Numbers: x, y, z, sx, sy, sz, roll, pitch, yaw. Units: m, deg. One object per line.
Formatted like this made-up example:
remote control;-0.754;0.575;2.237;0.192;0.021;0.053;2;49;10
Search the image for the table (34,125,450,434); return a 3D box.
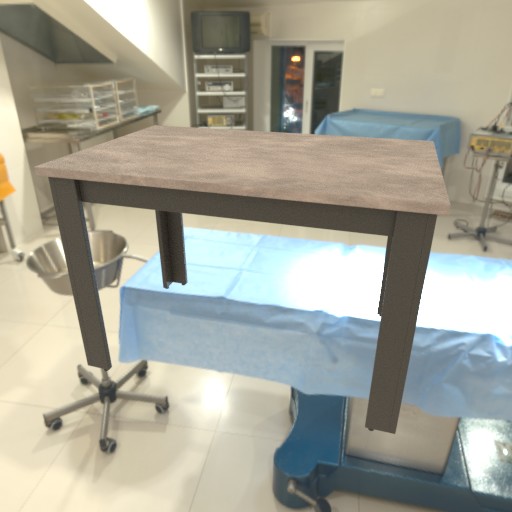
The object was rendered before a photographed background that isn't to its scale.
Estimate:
table;0.000;0.000;1.572;1.100;0.734;0.700;8;27;15
